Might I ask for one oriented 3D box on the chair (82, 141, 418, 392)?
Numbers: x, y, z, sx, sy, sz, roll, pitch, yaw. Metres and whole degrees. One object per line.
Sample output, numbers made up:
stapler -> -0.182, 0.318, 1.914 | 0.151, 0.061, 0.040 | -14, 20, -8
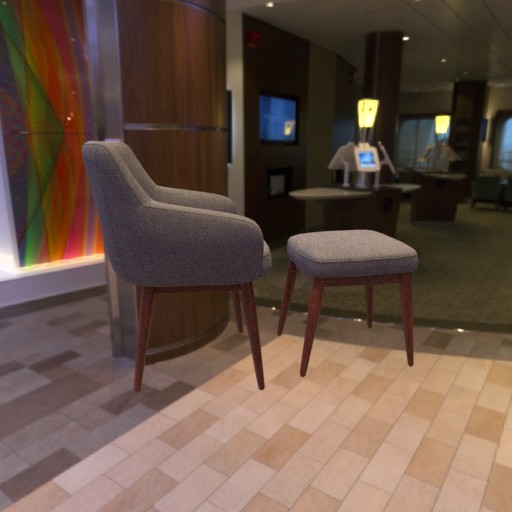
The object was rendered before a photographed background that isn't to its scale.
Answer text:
chair -> 0.000, 0.000, 1.594 | 1.107, 0.799, 0.584 | -3, 15, -10
